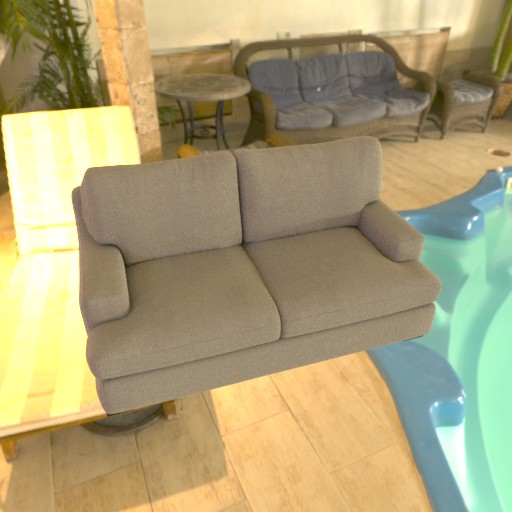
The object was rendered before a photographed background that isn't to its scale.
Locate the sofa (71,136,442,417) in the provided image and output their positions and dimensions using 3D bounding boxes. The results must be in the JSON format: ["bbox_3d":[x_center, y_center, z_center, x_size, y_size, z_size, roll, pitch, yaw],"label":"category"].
[{"bbox_3d":[0.000,0.000,2.443,1.855,0.980,0.962,-10,35,-15],"label":"sofa"}]
